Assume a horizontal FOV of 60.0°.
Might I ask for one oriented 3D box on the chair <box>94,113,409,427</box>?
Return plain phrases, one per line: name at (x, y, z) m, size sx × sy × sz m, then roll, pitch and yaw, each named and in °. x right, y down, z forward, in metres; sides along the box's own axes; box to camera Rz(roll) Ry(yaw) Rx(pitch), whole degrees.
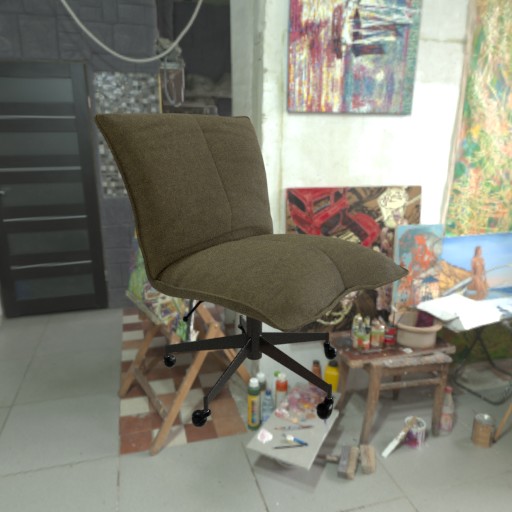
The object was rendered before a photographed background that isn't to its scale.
chair at (0.000, 0.000, 1.292) m, size 0.696 × 0.811 × 0.597 m, roll 15°, pitch 21°, yaw 43°
